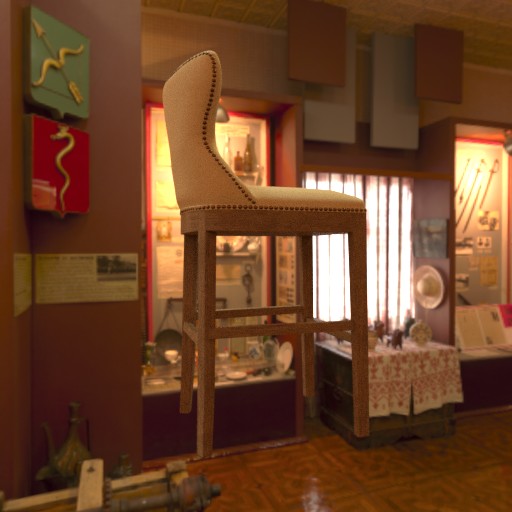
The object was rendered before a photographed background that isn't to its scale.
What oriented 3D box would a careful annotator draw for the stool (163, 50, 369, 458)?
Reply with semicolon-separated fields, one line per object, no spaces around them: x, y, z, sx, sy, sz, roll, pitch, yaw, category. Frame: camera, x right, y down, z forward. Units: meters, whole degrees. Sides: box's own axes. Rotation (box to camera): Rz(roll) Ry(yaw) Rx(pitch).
0.000;0.000;1.478;0.606;1.123;0.494;0;1;-18;stool
